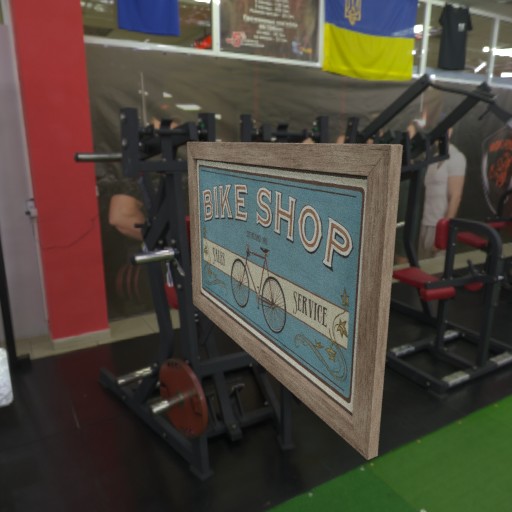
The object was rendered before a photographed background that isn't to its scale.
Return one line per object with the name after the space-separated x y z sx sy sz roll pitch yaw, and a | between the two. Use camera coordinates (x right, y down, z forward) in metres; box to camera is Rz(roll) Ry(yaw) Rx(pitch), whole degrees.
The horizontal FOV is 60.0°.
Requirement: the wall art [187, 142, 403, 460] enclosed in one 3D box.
0.000 0.000 0.971 0.021 0.480 0.780 -8 17 -27 | wall art
